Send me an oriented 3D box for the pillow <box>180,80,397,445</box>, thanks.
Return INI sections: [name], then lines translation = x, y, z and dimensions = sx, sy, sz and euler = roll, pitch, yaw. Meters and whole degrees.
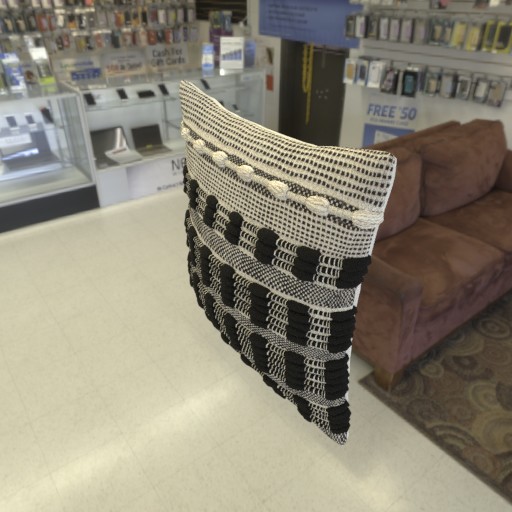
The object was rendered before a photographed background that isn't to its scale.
[pillow]
translation = 0.000, 0.000, 0.670
dimensions = 0.156, 0.438, 0.436
euler = -20, 38, -29
